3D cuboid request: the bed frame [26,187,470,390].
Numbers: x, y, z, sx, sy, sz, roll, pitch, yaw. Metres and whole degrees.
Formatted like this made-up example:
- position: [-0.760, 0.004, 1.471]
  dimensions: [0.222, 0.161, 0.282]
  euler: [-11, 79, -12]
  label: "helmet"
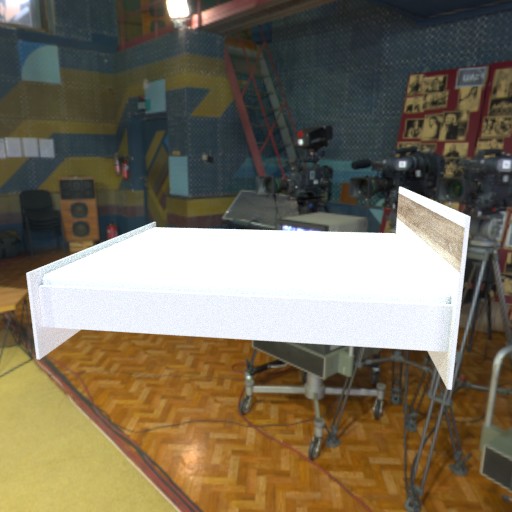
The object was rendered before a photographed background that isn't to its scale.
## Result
- position: [0.000, 0.000, 2.906]
  dimensions: [2.060, 0.800, 1.720]
  euler: [2, 13, 8]
  label: "bed frame"
